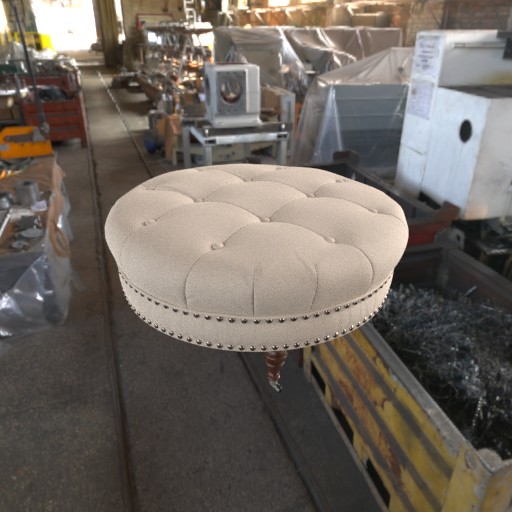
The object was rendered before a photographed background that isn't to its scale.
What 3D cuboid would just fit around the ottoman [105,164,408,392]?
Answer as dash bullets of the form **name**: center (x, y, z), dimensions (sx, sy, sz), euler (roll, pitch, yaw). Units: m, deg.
- **ottoman**: center (0.000, 0.000, 1.432), dimensions (0.901, 0.439, 0.901), euler (0, 27, 0)
